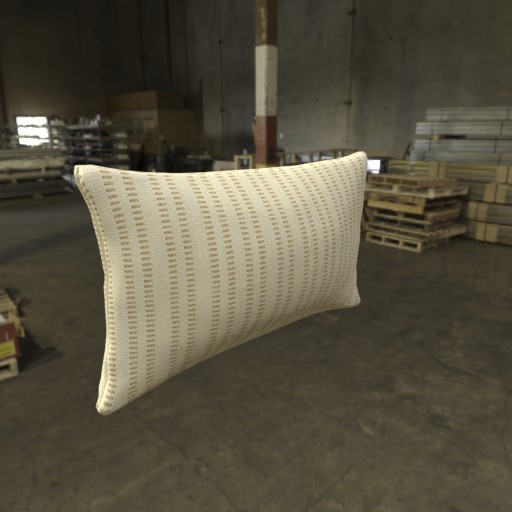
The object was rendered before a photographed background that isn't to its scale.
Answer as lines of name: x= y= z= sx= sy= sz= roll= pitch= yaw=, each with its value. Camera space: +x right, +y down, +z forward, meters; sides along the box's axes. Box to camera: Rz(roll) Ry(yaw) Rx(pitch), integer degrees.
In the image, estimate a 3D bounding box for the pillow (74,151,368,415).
pillow: x=0.000 y=0.000 z=0.803 sx=0.640 sy=0.353 sz=0.210 roll=-14 pitch=21 yaw=-41
